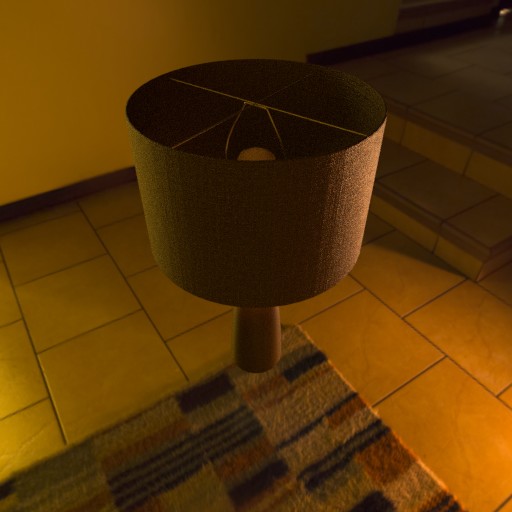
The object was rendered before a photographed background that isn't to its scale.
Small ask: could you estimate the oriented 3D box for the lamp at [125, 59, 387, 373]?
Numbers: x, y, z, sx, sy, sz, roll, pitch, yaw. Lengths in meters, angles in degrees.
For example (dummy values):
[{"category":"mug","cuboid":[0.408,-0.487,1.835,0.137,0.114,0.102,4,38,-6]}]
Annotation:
[{"category":"lamp","cuboid":[0.000,0.000,0.681,0.303,0.488,0.303,0,41,0]}]
